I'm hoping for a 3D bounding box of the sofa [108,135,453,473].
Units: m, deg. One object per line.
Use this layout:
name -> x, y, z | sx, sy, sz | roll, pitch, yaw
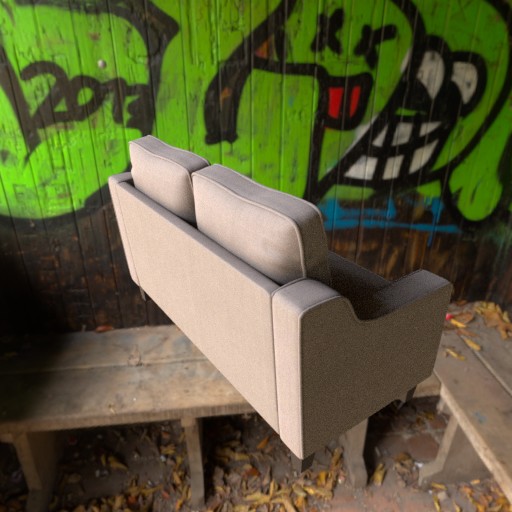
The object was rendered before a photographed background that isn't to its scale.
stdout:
sofa -> 0.000, 0.000, 2.018 | 0.791, 0.948, 1.500 | -18, 32, -31
